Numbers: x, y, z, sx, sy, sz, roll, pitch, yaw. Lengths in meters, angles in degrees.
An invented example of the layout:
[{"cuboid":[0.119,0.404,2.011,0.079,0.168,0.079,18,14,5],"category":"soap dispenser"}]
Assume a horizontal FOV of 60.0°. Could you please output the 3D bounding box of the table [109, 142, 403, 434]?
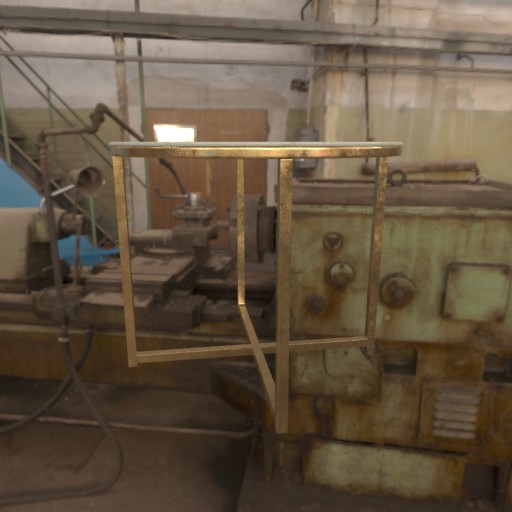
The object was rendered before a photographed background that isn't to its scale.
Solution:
[{"cuboid":[0.000,0.000,0.843,0.500,0.420,0.500,0,14,0],"category":"table"}]
